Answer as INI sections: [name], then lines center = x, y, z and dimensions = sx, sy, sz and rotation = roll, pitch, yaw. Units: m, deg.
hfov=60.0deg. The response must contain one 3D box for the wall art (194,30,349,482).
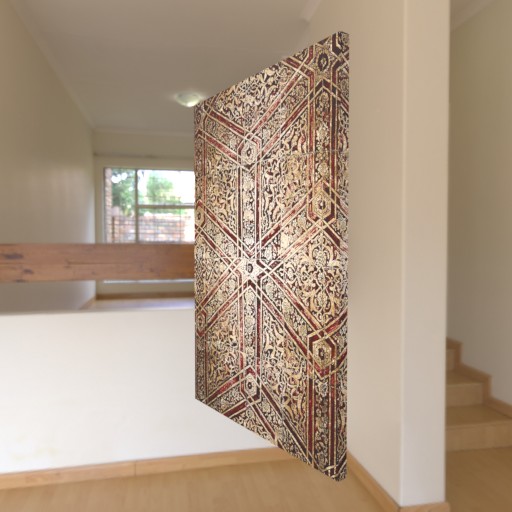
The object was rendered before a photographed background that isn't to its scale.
[wall art]
center = 0.000, 0.000, 0.753
dimensions = 0.020, 0.599, 0.397
rotation = -1, 2, -36
